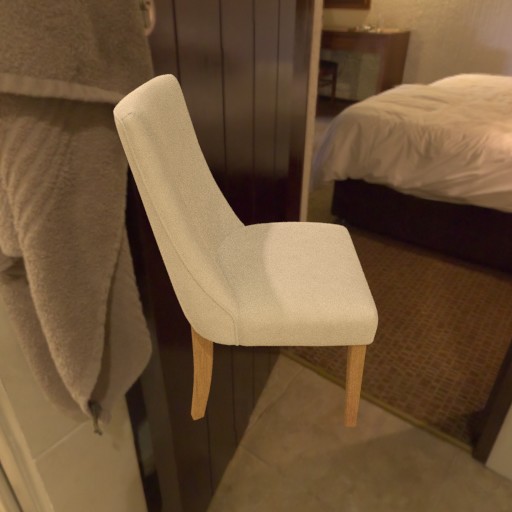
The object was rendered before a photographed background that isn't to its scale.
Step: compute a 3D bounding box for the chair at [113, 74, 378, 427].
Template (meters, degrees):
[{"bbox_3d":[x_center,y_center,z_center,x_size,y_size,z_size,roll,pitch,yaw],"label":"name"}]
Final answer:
[{"bbox_3d":[0.000,0.000,1.257,0.610,0.902,0.495,0,31,1],"label":"chair"}]
